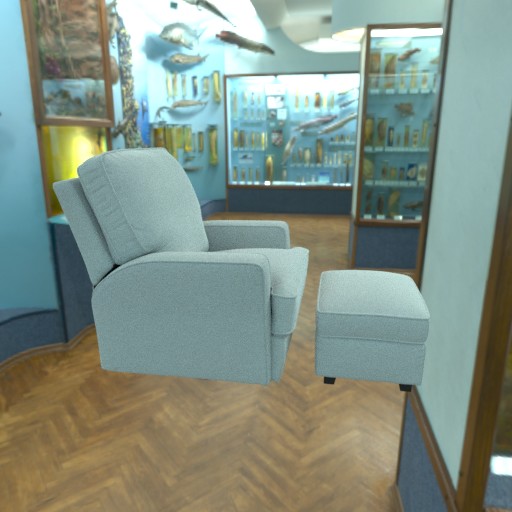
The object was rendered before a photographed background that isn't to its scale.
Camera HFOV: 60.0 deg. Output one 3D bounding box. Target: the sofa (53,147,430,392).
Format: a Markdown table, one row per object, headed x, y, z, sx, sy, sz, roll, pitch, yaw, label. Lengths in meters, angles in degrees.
| x | y | z | sx | sy | sz | roll | pitch | yaw | label |
| --- | --- | --- | --- | --- | --- | --- | --- | --- | --- |
| 0.000 | 0.000 | 2.034 | 1.472 | 0.959 | 0.861 | 3 | 16 | 10 | sofa |
